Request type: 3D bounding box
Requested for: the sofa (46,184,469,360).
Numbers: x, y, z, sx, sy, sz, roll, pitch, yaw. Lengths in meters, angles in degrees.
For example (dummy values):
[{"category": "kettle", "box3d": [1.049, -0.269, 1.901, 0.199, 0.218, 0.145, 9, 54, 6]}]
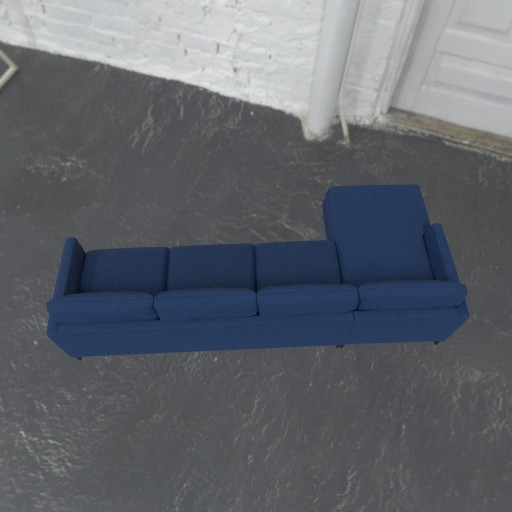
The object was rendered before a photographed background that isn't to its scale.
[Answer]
[{"category": "sofa", "box3d": [0.000, 0.000, 2.922, 2.450, 0.679, 1.128, -2, 59, -1]}]
